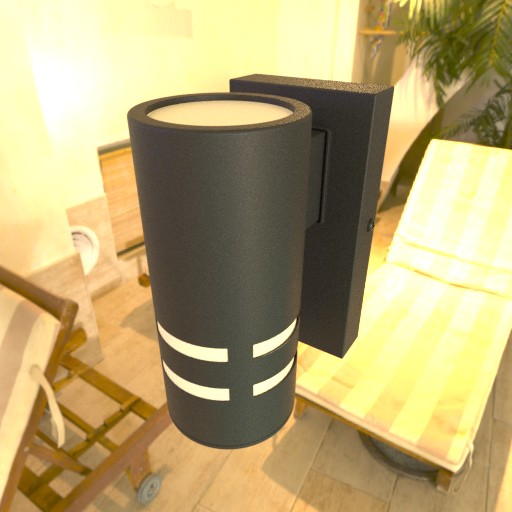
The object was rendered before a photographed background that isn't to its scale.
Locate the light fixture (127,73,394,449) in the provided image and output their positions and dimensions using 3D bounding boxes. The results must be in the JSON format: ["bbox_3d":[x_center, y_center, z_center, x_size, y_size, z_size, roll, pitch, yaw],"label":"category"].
[{"bbox_3d":[0.000,0.000,0.261,0.098,0.179,0.138,18,34,28],"label":"light fixture"}]
